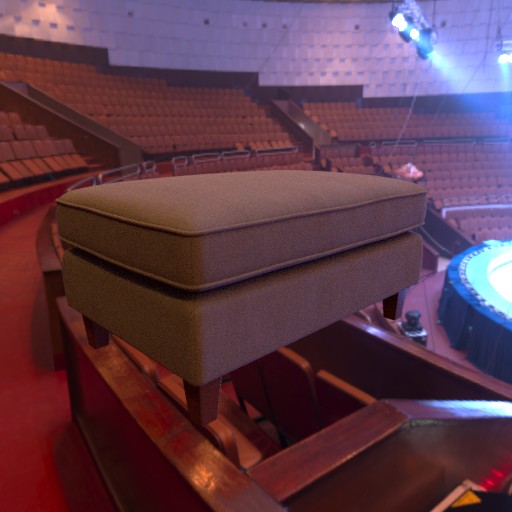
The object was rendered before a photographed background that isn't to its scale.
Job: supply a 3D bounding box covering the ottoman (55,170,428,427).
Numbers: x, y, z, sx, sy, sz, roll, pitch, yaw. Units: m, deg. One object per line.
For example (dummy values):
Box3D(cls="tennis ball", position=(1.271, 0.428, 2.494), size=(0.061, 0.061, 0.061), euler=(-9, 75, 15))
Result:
Box3D(cls="ottoman", position=(0.000, 0.000, 1.323), size=(0.941, 0.480, 0.636), euler=(-14, 21, -42))
